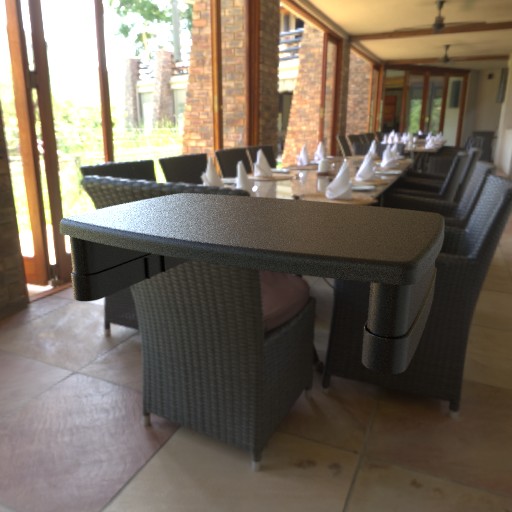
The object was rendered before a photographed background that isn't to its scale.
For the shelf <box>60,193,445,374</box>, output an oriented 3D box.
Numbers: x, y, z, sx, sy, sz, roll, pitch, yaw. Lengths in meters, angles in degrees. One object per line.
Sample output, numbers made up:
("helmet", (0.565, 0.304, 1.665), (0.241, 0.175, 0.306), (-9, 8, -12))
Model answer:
("shelf", (0.000, 0.000, 0.537), (0.410, 0.100, 0.280), (8, 18, 26))
